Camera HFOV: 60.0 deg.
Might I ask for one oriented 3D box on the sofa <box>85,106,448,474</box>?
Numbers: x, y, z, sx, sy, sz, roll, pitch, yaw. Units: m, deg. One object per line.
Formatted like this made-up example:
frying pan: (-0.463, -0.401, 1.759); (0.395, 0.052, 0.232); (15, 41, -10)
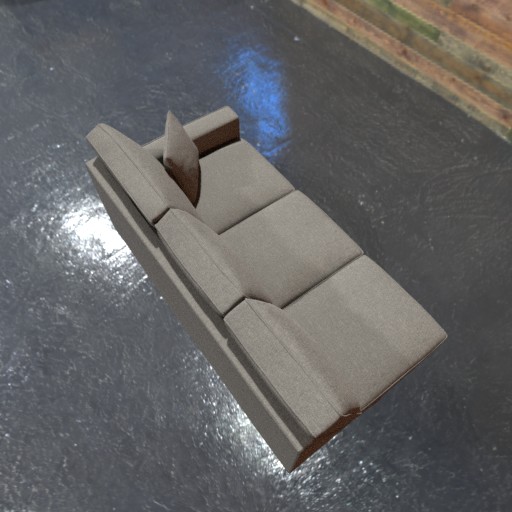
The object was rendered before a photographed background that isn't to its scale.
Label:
sofa: (0.000, 0.000, 2.496); (1.034, 0.946, 1.963); (-32, 63, -19)
